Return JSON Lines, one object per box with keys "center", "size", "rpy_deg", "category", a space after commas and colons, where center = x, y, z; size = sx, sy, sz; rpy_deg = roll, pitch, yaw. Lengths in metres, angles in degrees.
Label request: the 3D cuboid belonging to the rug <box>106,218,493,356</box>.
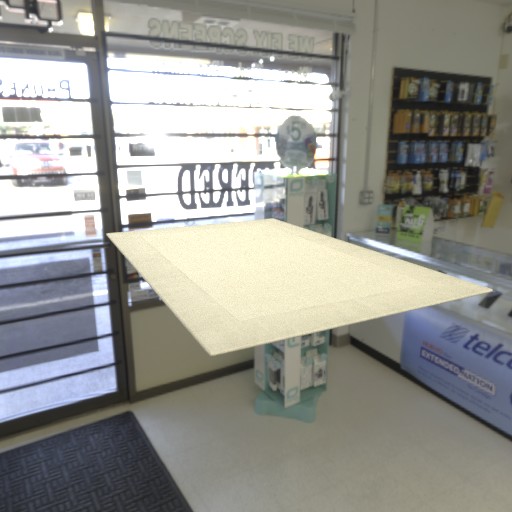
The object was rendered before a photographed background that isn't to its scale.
{"center": [0.000, 0.000, 2.306], "size": [1.219, 0.013, 1.829], "rpy_deg": [-7, 17, -26], "category": "rug"}
